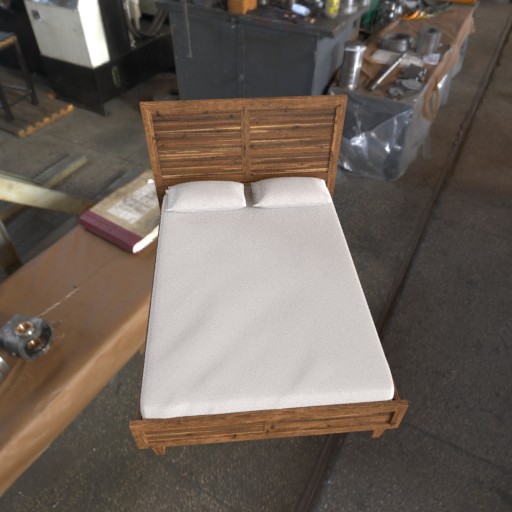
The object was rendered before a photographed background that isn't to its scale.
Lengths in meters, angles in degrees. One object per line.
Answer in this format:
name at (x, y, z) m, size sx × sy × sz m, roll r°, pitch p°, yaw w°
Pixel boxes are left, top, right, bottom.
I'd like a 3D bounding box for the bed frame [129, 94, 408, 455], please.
bed frame at (0.000, 0.000, 3.317) m, size 1.696 × 1.417 × 2.276 m, roll -3°, pitch 44°, yaw -3°
